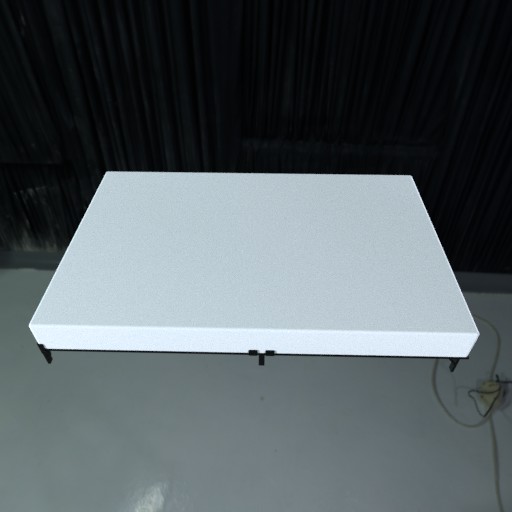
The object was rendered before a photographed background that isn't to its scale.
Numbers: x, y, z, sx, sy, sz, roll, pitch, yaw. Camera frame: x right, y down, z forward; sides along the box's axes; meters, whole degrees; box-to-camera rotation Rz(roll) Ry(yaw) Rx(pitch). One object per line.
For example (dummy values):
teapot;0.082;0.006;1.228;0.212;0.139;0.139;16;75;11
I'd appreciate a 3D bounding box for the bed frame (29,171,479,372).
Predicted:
bed frame;0.000;0.000;3.758;2.987;0.440;1.930;1;43;1
